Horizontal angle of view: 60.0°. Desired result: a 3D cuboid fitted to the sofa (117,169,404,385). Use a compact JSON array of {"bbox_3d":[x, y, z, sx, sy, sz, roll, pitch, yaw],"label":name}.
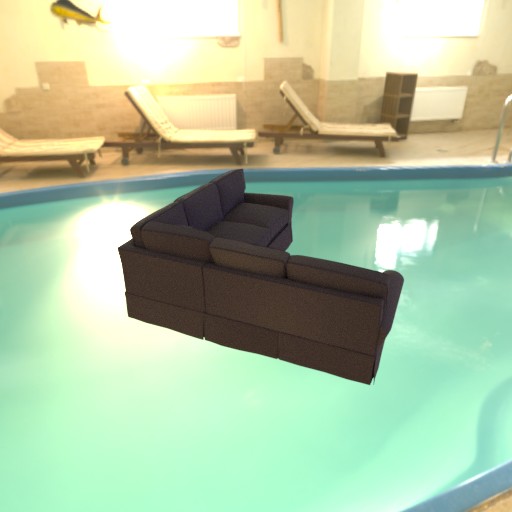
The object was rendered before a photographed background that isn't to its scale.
[{"bbox_3d":[0.000,0.000,5.160,2.874,1.169,3.773,-18,32,-31],"label":"sofa"}]
